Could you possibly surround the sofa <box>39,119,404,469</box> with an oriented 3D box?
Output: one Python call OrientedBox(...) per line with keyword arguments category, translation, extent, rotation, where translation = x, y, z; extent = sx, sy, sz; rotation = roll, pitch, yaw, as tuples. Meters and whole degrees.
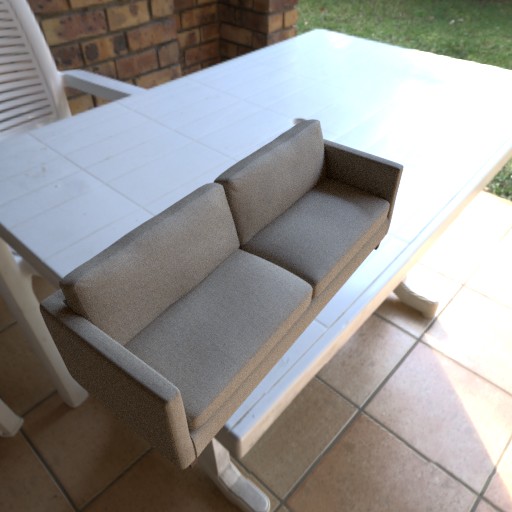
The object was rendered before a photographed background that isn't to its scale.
OrientedBox(category="sofa", translation=(0.000, 0.000, 2.897), extent=(0.951, 0.965, 2.434), rotation=(27, 48, 27))
